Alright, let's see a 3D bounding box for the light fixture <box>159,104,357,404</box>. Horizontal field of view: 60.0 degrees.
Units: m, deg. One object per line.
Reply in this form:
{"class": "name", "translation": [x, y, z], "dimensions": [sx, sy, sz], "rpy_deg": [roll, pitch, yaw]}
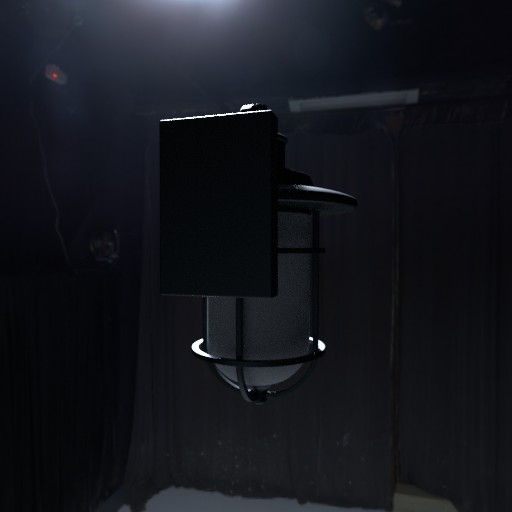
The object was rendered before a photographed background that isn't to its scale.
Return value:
{"class": "light fixture", "translation": [0.000, 0.000, 0.503], "dimensions": [0.222, 0.345, 0.252], "rpy_deg": [0, 1, 17]}
